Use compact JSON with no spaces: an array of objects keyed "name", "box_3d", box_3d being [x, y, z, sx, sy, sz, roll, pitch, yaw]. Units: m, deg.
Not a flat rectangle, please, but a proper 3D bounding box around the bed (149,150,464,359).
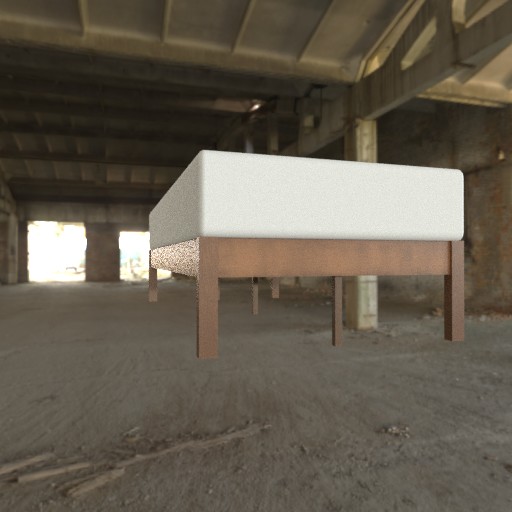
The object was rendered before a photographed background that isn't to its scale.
[{"name":"bed","box_3d":[0.000,0.000,2.337,0.961,0.616,1.902,0,0,-18]}]
